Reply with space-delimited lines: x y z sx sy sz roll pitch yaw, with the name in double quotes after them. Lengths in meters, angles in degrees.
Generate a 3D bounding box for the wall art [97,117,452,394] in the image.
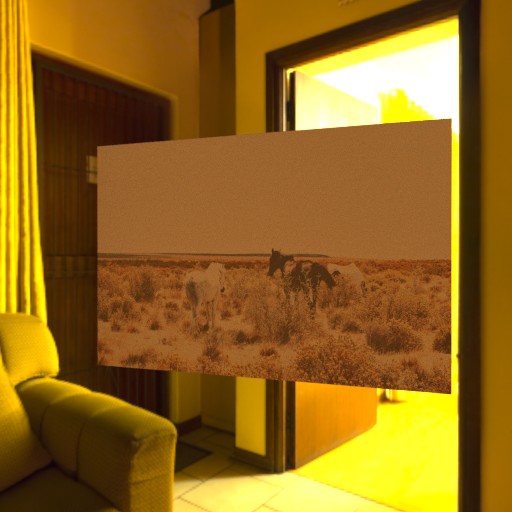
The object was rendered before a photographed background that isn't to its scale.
0.000 0.000 1.404 1.138 0.761 0.051 0 0 17 "wall art"
